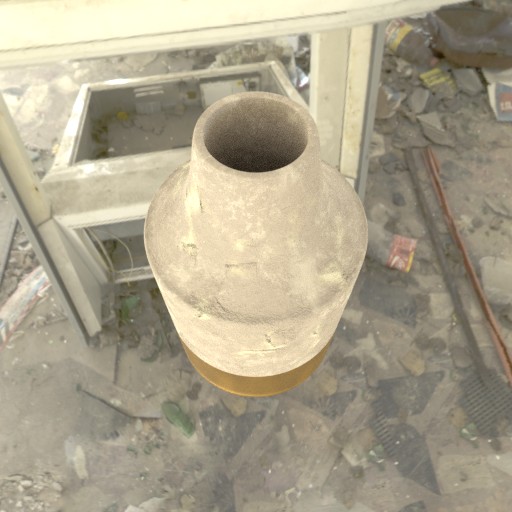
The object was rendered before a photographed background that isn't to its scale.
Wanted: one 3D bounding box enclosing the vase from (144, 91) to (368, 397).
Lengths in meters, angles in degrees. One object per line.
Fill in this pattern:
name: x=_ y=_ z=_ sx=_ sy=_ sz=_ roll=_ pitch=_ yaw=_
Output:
vase: x=0.000 y=0.000 z=0.411 sx=0.184 sy=0.305 sz=0.184 roll=0 pitch=59 yaw=0
